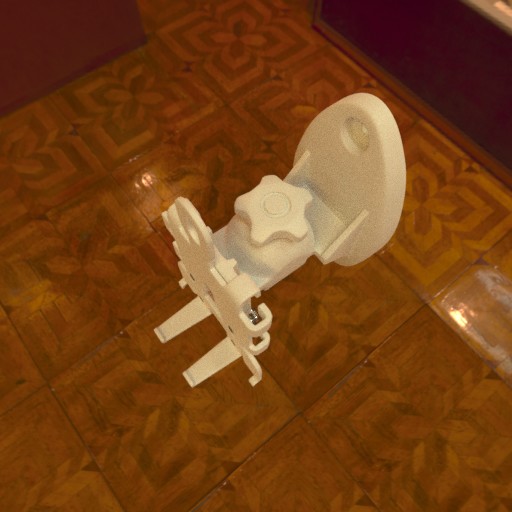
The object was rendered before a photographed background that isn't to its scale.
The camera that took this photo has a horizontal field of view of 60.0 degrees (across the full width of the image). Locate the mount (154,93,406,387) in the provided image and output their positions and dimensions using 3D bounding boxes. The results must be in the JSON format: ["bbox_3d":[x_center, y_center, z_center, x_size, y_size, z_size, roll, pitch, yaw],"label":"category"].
[{"bbox_3d":[0.000,0.000,0.178,0.100,0.118,0.066,-34,70,-14],"label":"mount"}]
